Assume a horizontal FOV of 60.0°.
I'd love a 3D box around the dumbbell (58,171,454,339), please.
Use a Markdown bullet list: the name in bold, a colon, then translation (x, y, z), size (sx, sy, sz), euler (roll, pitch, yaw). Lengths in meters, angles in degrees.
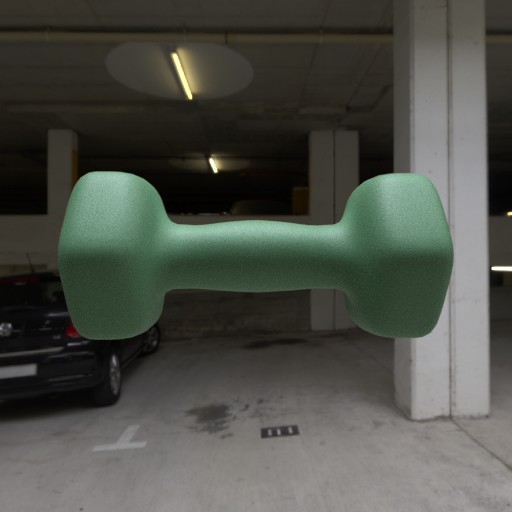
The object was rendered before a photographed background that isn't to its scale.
- **dumbbell**: translation (0.000, 0.000, 0.321), size (0.257, 0.114, 0.126), euler (0, -1, -1)
